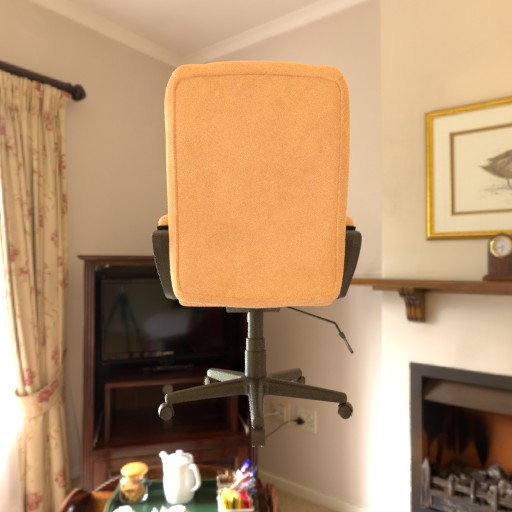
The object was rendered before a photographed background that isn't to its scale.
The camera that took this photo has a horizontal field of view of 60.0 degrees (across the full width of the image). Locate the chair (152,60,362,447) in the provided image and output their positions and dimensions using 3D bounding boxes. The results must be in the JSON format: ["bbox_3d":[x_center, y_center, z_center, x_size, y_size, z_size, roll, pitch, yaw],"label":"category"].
[{"bbox_3d":[0.000,0.000,1.570,0.667,1.105,0.724,0,-1,-1],"label":"chair"}]
